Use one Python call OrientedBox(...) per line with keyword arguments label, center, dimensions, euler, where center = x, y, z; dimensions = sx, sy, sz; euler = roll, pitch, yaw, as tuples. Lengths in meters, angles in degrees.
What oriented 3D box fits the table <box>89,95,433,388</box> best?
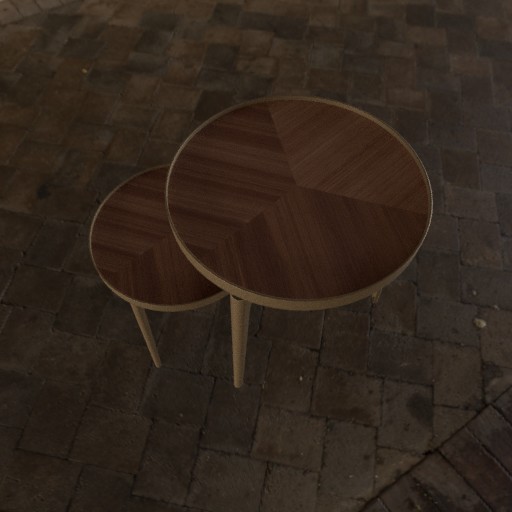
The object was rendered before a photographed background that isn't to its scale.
OrientedBox(label="table", center=(0.000, 0.000, 1.124), dimensions=(0.751, 0.555, 0.532), euler=(-2, 58, -1))
